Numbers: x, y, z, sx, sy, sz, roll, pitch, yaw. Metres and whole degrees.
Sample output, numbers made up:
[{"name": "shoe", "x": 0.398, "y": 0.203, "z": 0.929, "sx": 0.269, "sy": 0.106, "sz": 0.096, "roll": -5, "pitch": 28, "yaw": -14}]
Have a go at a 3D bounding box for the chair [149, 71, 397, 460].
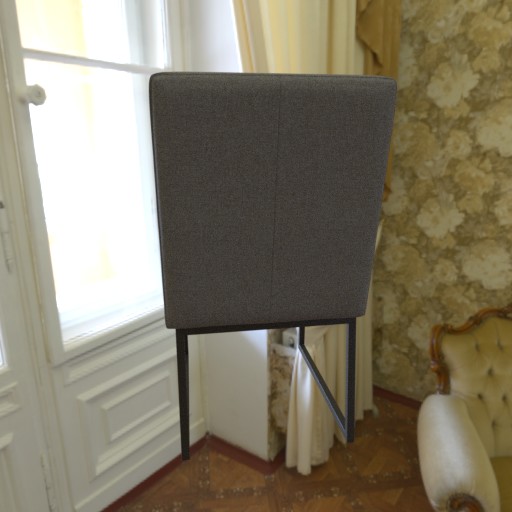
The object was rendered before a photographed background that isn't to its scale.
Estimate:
[{"name": "chair", "x": 0.000, "y": 0.000, "z": 1.288, "sx": 0.520, "sy": 0.930, "sz": 0.634, "roll": -2, "pitch": 16, "yaw": -8}]
